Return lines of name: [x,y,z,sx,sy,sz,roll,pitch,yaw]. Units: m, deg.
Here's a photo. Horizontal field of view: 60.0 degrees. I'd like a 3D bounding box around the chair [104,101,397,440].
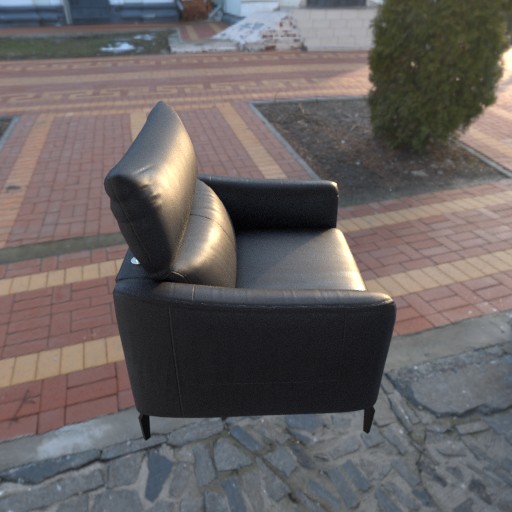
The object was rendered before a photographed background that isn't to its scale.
chair: [0.000,0.000,1.635,0.809,0.949,0.976,-1,32,-2]
